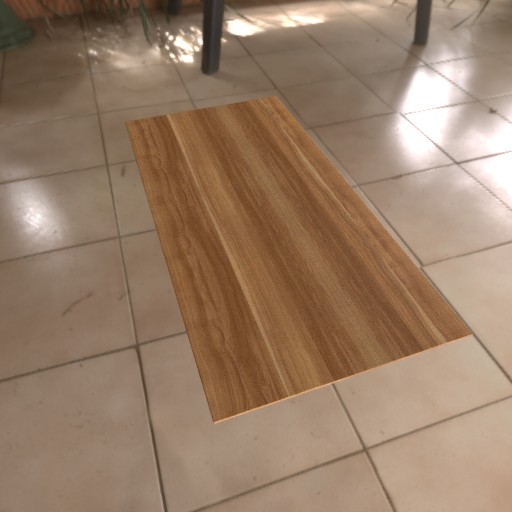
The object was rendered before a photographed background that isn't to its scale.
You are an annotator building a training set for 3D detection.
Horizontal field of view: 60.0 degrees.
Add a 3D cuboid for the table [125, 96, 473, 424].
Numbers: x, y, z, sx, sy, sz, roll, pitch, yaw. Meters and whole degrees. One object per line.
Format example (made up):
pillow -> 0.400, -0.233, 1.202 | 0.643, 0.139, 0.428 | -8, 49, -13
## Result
table -> 0.000, 0.000, 2.461 | 1.000, 0.770, 2.000 | -14, 48, -13
